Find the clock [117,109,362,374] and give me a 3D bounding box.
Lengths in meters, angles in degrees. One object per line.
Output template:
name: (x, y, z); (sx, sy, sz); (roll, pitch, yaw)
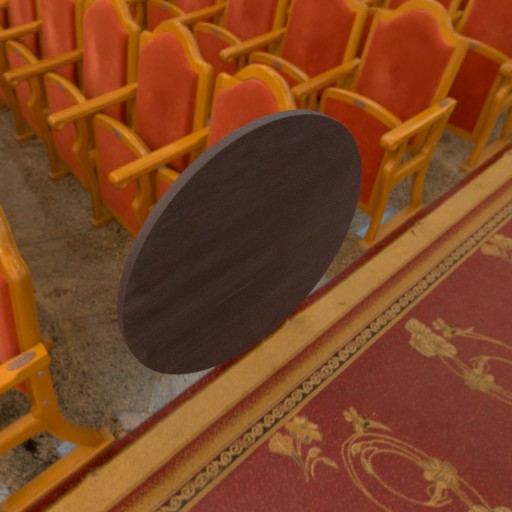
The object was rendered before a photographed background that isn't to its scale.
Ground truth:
clock: (0.000, 0.000, 0.889); (0.595, 0.595, 0.029); (-32, 54, -26)
